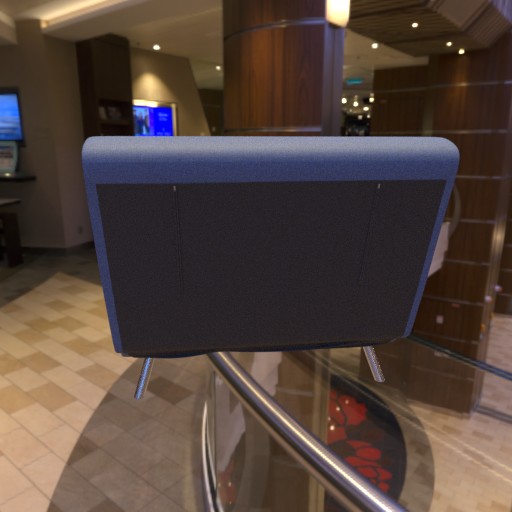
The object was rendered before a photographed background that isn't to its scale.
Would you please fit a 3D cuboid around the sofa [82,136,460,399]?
[{"bbox_3d":[0.000,0.000,1.678,0.999,0.860,0.996,-2,14,-7],"label":"sofa"}]
